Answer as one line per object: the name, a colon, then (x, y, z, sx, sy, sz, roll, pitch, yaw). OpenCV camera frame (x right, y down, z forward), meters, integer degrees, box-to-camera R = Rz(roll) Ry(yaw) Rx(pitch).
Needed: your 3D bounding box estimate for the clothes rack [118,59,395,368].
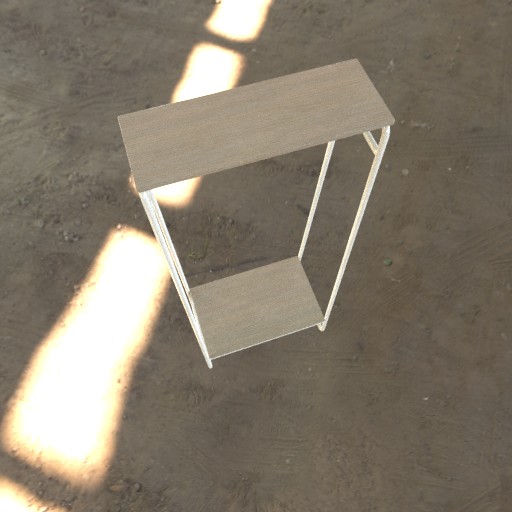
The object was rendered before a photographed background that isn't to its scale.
clothes rack: (0.000, 0.000, 1.756, 0.640, 1.512, 0.400, -17, 65, -8)
